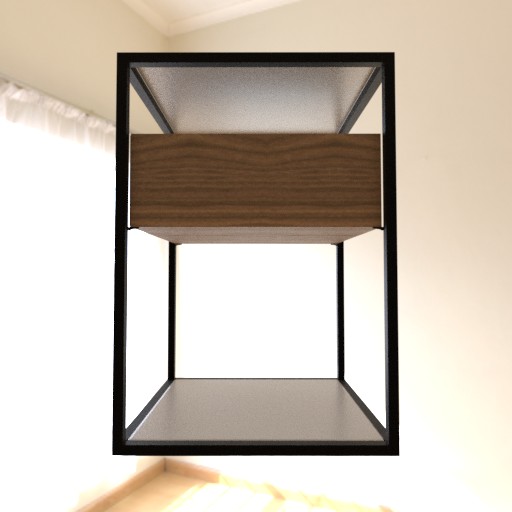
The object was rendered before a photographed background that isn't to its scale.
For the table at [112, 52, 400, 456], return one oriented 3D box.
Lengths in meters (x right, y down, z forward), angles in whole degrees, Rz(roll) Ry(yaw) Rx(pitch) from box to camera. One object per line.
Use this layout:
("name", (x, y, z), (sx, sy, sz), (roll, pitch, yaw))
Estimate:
("table", (0.000, 0.000, 0.780), (0.378, 0.540, 0.378), (0, -2, 0))
